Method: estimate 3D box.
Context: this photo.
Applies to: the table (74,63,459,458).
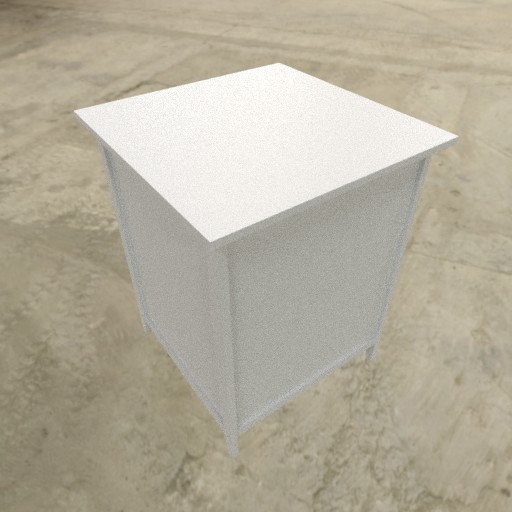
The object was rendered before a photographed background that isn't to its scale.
[{"bbox_3d":[0.000,0.000,0.768,0.381,0.483,0.381,-25,46,-27],"label":"table"}]
